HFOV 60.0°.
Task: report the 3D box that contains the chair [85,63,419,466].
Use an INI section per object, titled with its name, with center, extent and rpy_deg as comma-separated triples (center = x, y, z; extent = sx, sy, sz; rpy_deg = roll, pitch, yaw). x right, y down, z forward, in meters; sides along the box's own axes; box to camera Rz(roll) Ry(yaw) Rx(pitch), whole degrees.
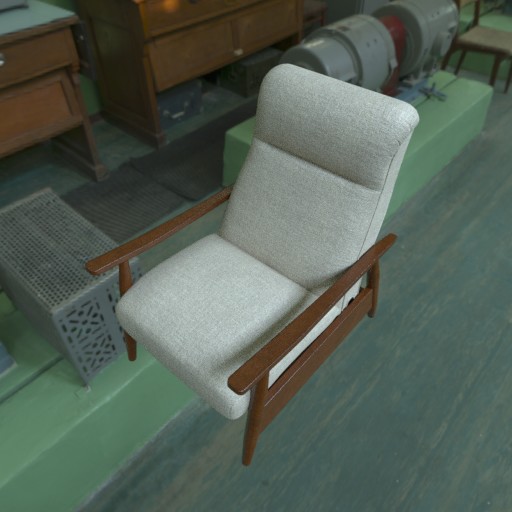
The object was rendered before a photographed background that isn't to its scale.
[chair]
center = 0.000, 0.000, 1.738
extent = 0.762, 1.082, 1.014
rpy_deg = 31, 53, 28
